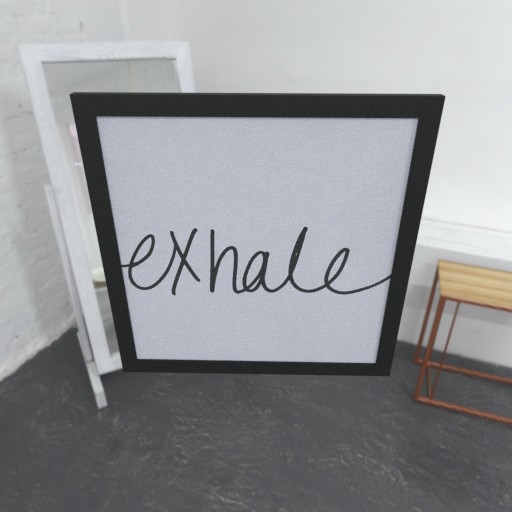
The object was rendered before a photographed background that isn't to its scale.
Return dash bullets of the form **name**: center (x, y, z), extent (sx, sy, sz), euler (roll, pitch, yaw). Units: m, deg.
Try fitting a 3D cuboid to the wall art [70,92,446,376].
- **wall art**: center (0.000, 0.000, 0.513), extent (0.358, 0.357, 0.012), euler (1, 29, 1)
